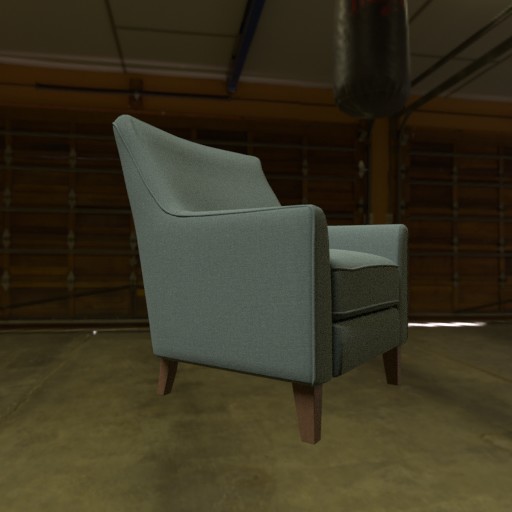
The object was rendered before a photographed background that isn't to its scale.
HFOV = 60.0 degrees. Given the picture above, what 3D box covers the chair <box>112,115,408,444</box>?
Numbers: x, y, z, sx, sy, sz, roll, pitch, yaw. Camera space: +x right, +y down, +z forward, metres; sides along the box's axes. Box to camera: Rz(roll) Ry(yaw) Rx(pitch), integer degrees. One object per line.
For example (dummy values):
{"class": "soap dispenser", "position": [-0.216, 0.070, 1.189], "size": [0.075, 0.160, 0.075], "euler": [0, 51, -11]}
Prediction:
{"class": "chair", "position": [0.000, 0.000, 1.565], "size": [0.879, 0.916, 0.756], "euler": [0, -1, 35]}
